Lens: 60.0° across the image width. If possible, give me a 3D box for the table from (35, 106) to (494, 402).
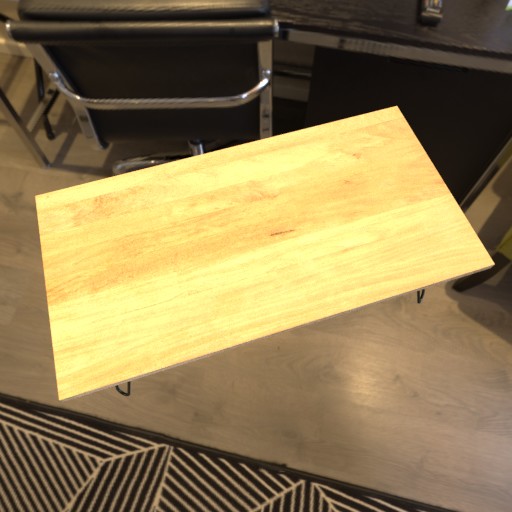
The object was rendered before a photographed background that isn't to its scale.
[{"bbox_3d":[0.000,0.000,1.622,1.348,0.400,0.699,-16,65,-8],"label":"table"}]
